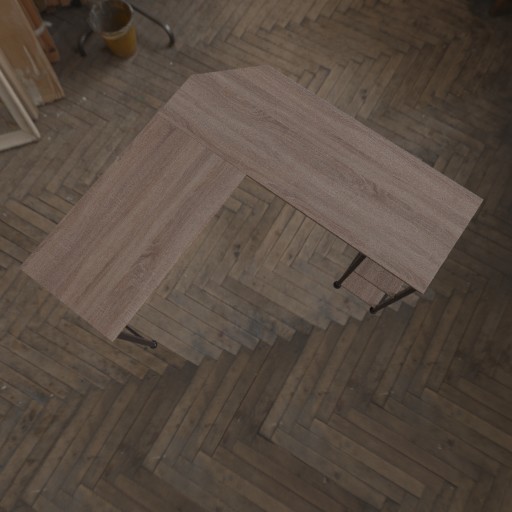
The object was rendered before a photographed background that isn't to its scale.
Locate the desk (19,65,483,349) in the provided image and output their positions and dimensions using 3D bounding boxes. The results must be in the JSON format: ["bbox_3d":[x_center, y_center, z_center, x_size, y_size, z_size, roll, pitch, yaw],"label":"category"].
[{"bbox_3d":[0.000,0.000,2.196,1.379,0.739,1.379,35,78,9],"label":"desk"}]
